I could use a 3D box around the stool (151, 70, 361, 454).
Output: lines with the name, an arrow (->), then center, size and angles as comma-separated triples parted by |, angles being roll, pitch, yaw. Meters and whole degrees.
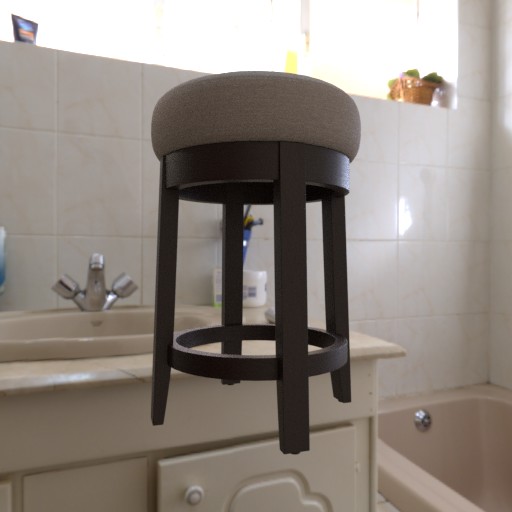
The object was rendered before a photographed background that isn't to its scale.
stool -> 0.000, 0.000, 0.960 | 0.443, 0.672, 0.443 | 0, 0, 0
